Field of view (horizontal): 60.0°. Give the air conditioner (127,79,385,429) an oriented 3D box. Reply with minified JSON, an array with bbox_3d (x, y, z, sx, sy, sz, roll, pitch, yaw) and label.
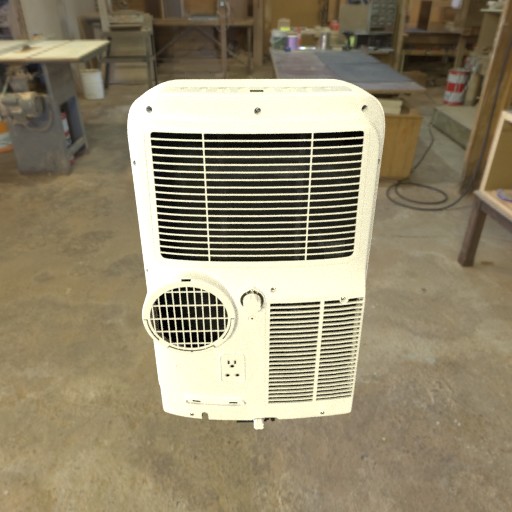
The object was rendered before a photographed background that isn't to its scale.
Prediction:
[{"bbox_3d":[0.000,0.000,0.940,0.454,0.700,0.365,-1,31,-1],"label":"air conditioner"}]
